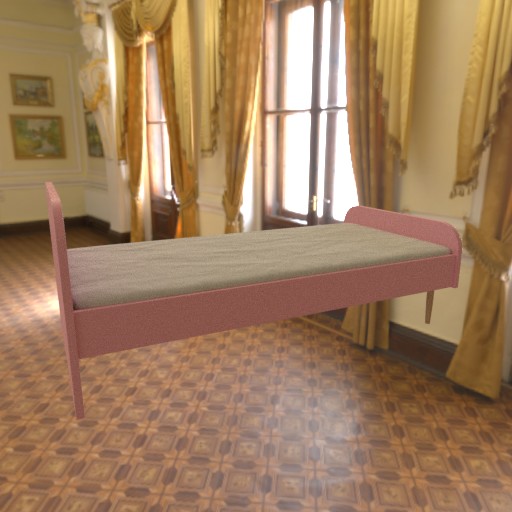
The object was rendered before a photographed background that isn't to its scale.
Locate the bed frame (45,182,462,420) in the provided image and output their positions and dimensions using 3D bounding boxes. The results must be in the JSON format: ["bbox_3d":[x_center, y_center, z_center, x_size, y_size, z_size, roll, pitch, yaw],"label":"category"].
[{"bbox_3d":[0.000,0.000,2.390,1.963,0.805,0.998,-7,16,-25],"label":"bed frame"}]
